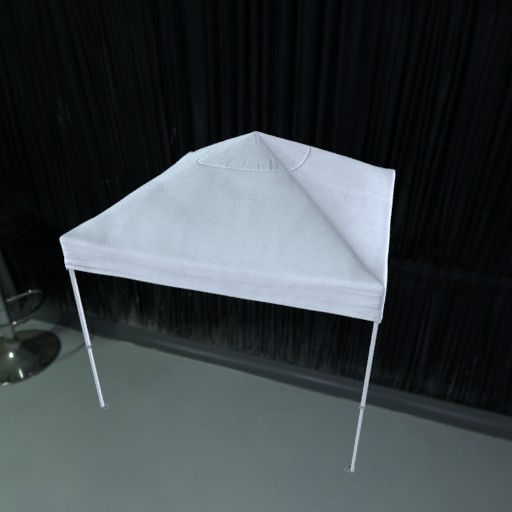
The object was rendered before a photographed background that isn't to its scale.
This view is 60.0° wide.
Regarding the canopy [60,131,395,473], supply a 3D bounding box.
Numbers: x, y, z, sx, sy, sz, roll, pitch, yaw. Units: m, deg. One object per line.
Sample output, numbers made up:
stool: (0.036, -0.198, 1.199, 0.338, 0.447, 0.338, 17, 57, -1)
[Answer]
canopy: (0.000, 0.000, 5.388, 2.998, 2.997, 2.996, 8, 30, 15)
